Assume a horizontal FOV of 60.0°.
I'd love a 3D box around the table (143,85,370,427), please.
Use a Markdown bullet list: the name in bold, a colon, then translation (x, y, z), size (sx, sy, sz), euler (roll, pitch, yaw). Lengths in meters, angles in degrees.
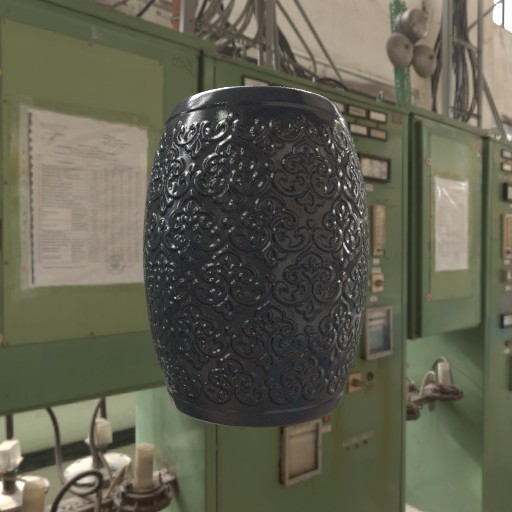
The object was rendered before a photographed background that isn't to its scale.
- **table**: translation (0.000, 0.000, 0.623), size (0.309, 0.397, 0.309), euler (0, 1, 0)
